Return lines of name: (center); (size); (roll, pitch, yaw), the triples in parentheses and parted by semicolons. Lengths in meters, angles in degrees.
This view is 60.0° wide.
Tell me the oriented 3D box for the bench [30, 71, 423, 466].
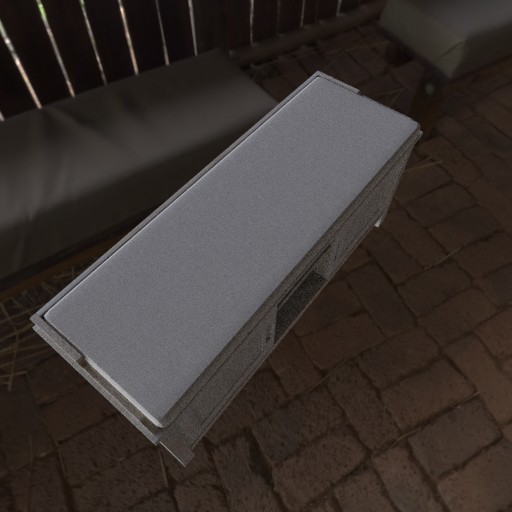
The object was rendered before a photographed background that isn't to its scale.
bench: (0.000, 0.000, 1.355); (0.398, 0.501, 1.140); (34, 64, 19)
